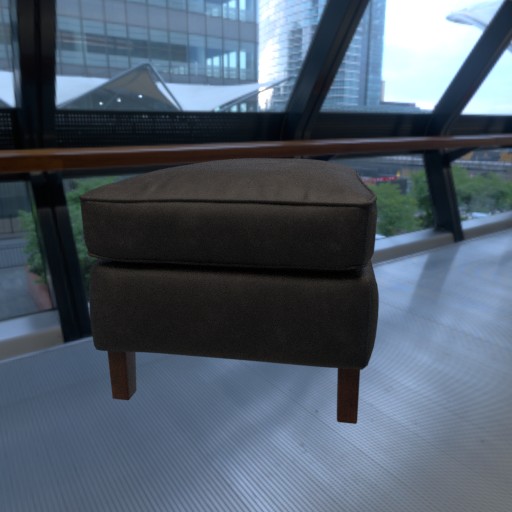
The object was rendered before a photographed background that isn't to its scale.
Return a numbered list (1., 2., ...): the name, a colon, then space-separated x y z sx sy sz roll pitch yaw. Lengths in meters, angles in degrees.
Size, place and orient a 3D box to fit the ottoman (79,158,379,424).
1. ottoman: 0.000 0.000 1.000 0.501 0.413 0.665 3 15 10
